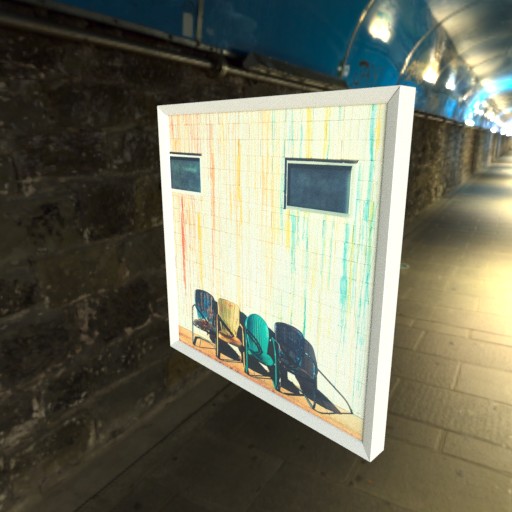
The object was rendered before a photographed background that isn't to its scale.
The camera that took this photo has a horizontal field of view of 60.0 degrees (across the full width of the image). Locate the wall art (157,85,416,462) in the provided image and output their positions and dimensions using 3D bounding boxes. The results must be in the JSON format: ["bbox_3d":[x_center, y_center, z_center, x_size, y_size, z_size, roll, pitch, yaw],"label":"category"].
[{"bbox_3d":[0.000,0.000,0.757,0.037,0.508,0.508,-14,21,-42],"label":"wall art"}]
